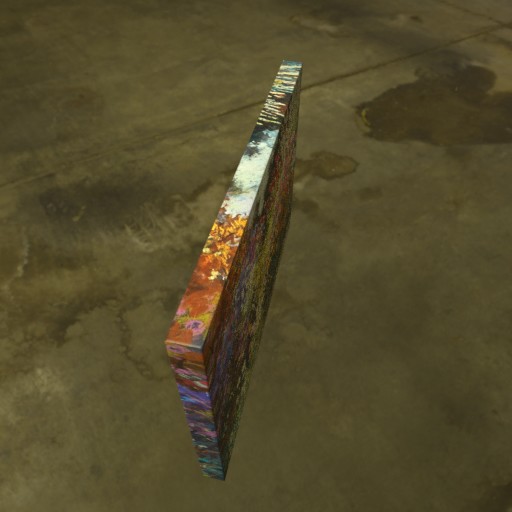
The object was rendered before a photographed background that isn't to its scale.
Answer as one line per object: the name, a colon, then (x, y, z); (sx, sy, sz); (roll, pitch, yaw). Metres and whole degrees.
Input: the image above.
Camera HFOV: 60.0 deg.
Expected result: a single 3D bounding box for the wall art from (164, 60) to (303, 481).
wall art: (0.000, 0.000, 0.761); (0.037, 0.406, 0.610); (10, 48, 9)
